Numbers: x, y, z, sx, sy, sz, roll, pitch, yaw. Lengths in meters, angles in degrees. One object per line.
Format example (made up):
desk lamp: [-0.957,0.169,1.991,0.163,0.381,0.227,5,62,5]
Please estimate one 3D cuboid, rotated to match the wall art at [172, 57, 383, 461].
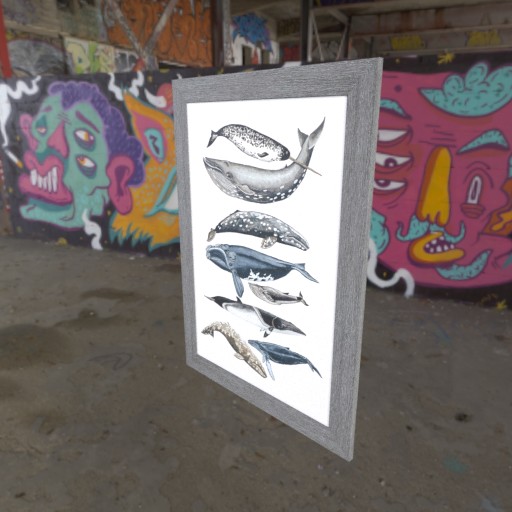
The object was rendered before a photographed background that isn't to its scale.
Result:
wall art: [0.000,0.000,1.384,0.768,1.070,0.020,16,23,42]
